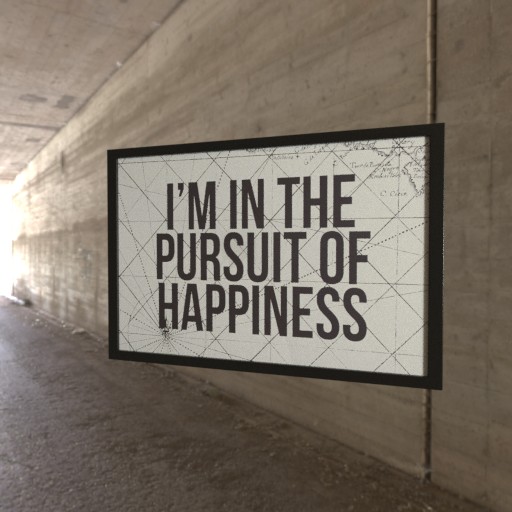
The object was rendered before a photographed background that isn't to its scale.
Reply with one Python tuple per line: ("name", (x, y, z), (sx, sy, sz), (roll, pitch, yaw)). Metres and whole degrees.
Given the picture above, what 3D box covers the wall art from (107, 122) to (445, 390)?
("wall art", (0.000, 0.000, 1.047), (0.819, 0.552, 0.015), (0, 1, 18))
